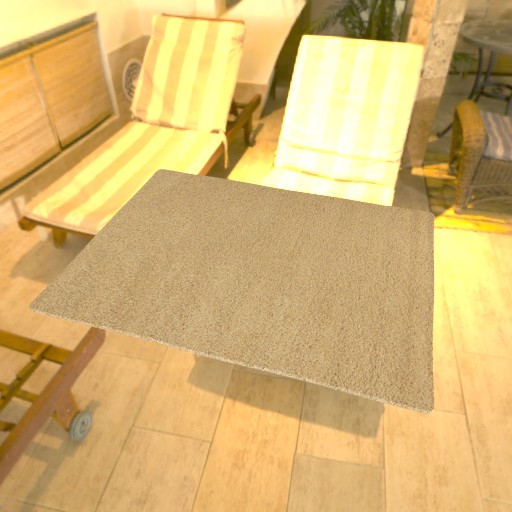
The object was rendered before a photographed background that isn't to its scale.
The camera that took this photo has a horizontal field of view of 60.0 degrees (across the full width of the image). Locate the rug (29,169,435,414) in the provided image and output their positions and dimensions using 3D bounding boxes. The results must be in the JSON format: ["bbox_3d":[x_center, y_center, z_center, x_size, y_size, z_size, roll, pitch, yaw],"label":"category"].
[{"bbox_3d":[0.000,0.000,2.081,1.600,0.025,1.199,11,42,13],"label":"rug"}]
